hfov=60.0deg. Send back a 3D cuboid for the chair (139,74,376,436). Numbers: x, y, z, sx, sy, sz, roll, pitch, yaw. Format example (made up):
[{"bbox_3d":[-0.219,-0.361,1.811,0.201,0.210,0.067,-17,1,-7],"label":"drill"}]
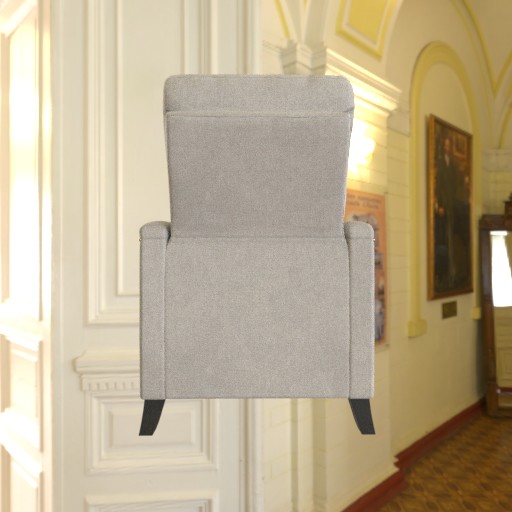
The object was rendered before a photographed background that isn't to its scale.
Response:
[{"bbox_3d":[0.000,0.000,1.622,0.710,1.049,0.922,0,0,-1],"label":"chair"}]
